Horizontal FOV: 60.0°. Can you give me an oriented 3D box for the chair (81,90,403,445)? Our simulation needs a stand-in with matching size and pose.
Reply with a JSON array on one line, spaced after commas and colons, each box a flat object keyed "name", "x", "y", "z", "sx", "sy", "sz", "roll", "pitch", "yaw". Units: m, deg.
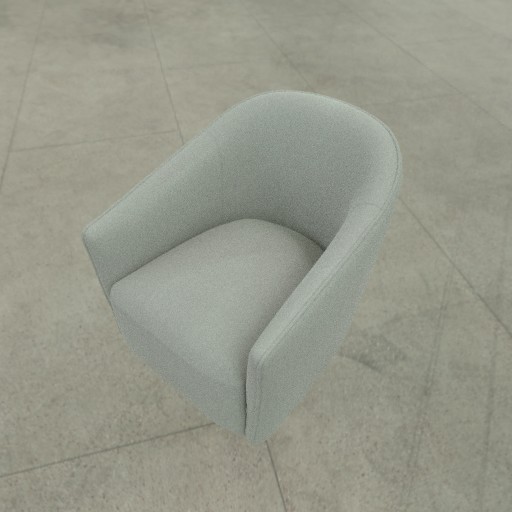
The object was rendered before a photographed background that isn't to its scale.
[{"name": "chair", "x": 0.000, "y": 0.000, "z": 1.496, "sx": 0.747, "sy": 0.799, "sz": 0.875, "roll": 30, "pitch": 52, "yaw": 27}]
